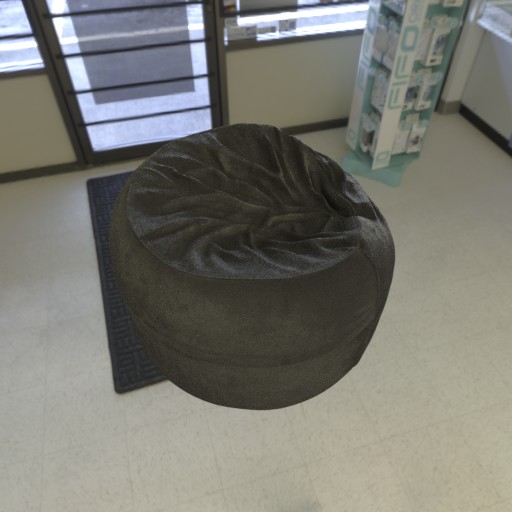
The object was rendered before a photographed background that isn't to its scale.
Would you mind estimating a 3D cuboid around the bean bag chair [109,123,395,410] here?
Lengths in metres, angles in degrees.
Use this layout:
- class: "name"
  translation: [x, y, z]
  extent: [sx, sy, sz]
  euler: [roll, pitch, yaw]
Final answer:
- class: "bean bag chair"
  translation: [0.000, 0.000, 1.509]
  extent: [0.918, 0.605, 0.918]
  euler: [0, 46, 0]
